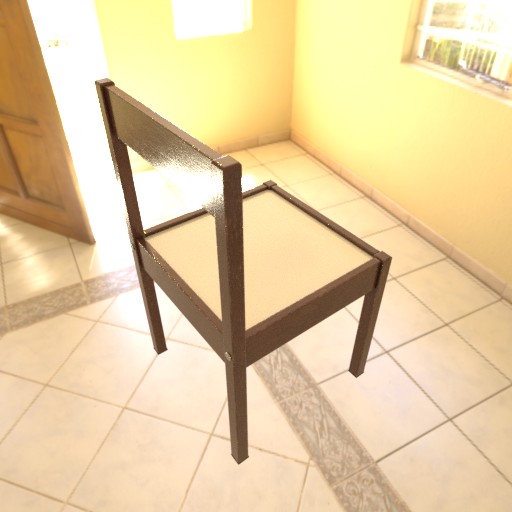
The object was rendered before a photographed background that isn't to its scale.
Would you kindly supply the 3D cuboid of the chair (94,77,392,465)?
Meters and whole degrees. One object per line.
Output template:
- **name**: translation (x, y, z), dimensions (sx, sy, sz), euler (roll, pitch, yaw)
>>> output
- **chair**: translation (0.000, 0.000, 0.676), dimensions (0.285, 0.505, 0.285), euler (-26, 46, -28)
